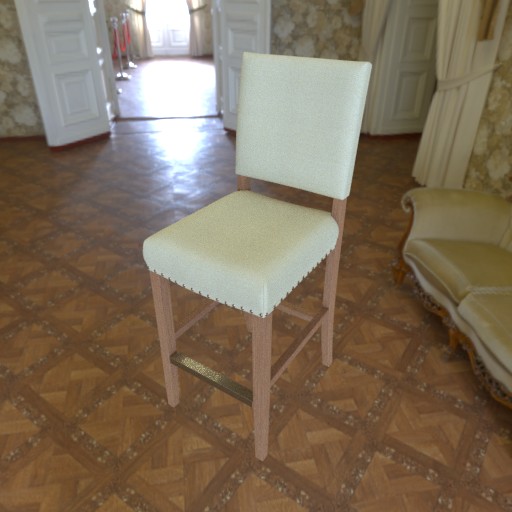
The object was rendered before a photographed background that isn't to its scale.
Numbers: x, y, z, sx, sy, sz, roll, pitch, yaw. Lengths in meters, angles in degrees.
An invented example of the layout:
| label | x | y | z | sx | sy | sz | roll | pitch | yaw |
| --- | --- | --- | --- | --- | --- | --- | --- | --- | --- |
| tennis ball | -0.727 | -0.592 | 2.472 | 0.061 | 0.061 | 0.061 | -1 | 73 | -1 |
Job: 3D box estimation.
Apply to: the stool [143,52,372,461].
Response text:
| label | x | y | z | sx | sy | sz | roll | pitch | yaw |
| --- | --- | --- | --- | --- | --- | --- | --- | --- | --- |
| stool | 0.000 | 0.000 | 1.473 | 0.445 | 1.168 | 0.584 | 19 | 36 | 29 |
